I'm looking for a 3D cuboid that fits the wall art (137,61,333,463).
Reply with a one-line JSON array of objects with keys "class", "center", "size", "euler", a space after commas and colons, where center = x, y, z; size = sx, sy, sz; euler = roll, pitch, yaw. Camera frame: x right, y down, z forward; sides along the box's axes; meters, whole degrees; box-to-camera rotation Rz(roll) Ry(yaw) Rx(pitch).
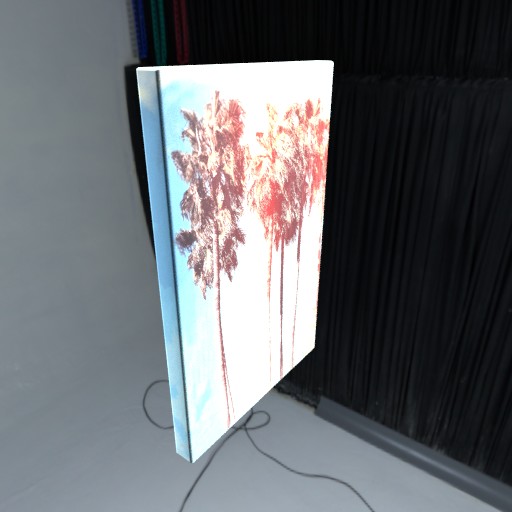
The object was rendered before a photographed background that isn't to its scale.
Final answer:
[{"class": "wall art", "center": [0.000, 0.000, 0.765], "size": [0.038, 0.610, 0.401], "euler": [18, 30, 33]}]
